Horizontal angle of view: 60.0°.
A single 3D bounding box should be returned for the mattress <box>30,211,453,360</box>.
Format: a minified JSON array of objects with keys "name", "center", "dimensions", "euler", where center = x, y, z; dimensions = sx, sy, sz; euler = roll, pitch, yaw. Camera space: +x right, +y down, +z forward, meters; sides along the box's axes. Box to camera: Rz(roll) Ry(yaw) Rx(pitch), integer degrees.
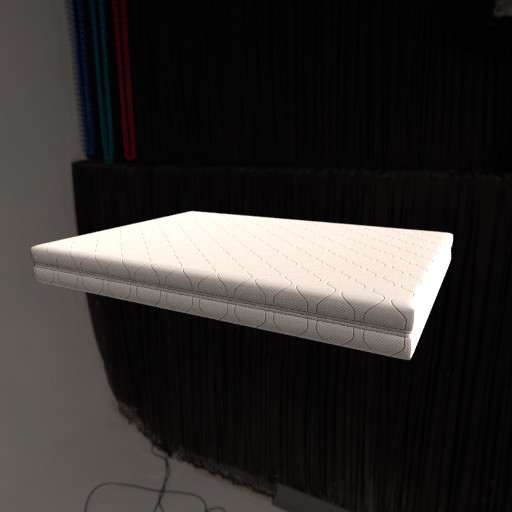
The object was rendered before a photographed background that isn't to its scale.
[{"name":"mattress","center":[0.000,0.000,2.468],"dimensions":[1.900,0.200,1.400],"euler":[7,16,27]}]
